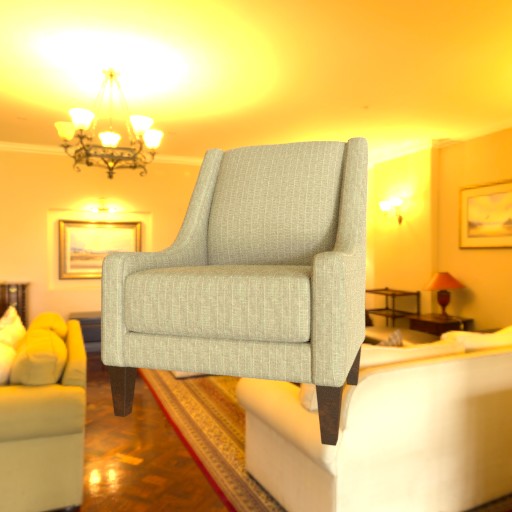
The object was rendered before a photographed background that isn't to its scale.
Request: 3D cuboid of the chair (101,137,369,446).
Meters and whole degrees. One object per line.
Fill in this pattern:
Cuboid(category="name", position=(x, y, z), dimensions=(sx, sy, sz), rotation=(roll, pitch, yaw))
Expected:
Cuboid(category="chair", position=(0.000, 0.000, 1.653), dimensions=(0.774, 1.014, 0.870), rotation=(0, 0, 18))
